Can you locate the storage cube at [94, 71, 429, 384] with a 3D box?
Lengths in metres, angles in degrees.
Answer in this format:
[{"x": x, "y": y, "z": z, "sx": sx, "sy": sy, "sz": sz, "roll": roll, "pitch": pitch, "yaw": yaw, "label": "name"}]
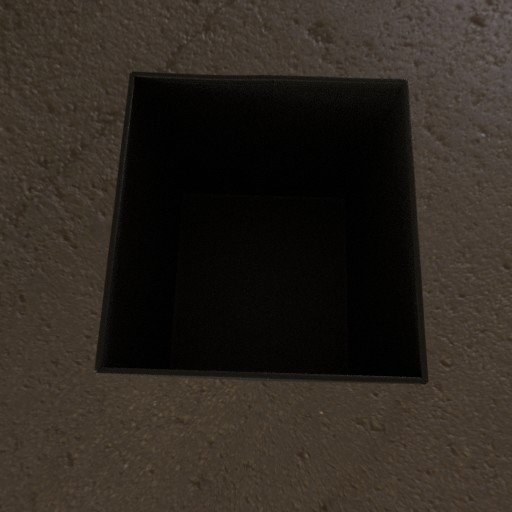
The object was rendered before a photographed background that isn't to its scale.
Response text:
[{"x": 0.000, "y": 0.000, "z": 0.500, "sx": 0.270, "sy": 0.280, "sz": 0.270, "roll": 2, "pitch": 75, "yaw": 0, "label": "storage cube"}]
